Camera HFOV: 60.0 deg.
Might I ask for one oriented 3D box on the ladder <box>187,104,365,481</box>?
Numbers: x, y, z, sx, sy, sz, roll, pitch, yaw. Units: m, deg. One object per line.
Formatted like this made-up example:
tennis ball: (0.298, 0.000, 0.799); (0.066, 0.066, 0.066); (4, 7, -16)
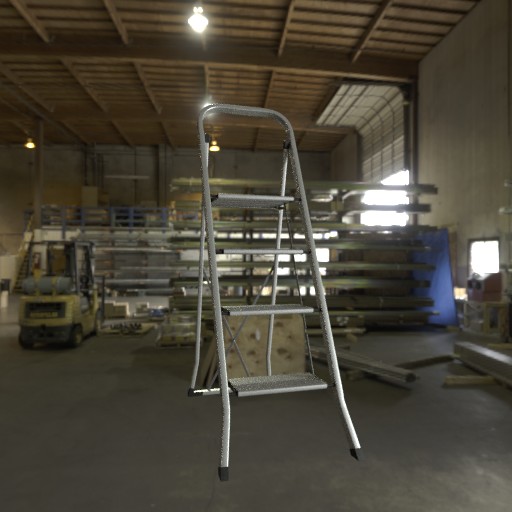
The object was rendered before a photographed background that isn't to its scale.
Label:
ladder: (0.000, 0.000, 1.727); (0.465, 1.290, 0.830); (0, -1, -17)
